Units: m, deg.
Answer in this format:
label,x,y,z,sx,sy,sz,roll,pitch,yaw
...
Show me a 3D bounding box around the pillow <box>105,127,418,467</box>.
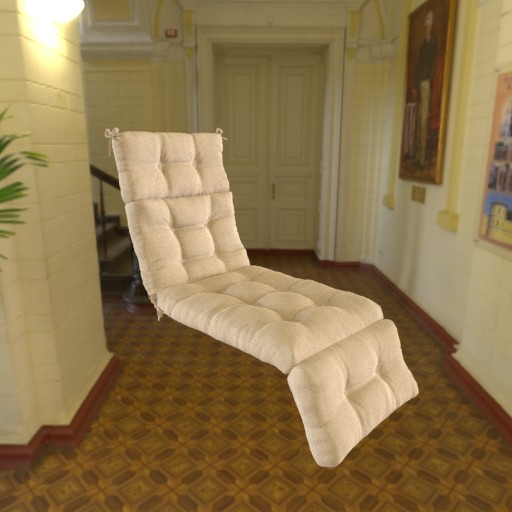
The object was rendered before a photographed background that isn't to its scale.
label,x,y,z,sx,sy,sz,roll,pitch,yaw
pillow,0.000,0.000,1.495,1.016,0.863,0.526,13,19,42
